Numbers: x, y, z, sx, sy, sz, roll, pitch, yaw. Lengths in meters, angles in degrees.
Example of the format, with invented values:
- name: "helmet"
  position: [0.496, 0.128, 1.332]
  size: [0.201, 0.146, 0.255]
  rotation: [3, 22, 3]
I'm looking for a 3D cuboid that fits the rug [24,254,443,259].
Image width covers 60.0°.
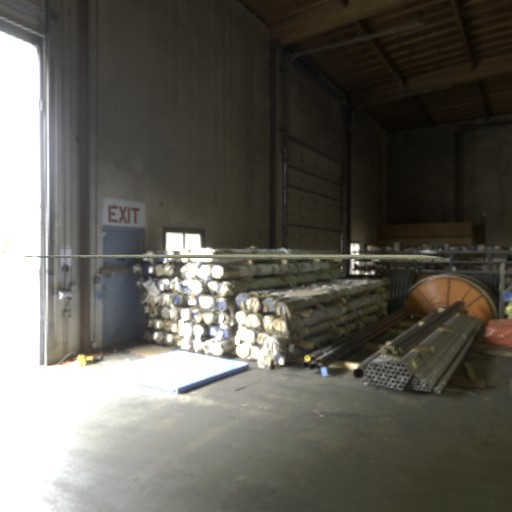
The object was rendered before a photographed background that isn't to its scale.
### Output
- name: "rug"
  position: [0.000, 0.000, 4.171]
  size: [3.056, 0.013, 2.441]
  rotation: [0, 1, 18]
